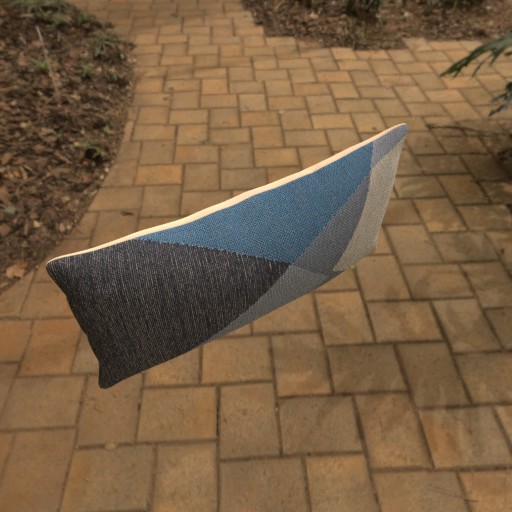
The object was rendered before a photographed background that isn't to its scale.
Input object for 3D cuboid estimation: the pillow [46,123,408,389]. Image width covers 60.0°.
[{"bbox_3d":[0.000,0.000,0.734,0.604,0.307,0.148,-25,51,-22],"label":"pillow"}]
